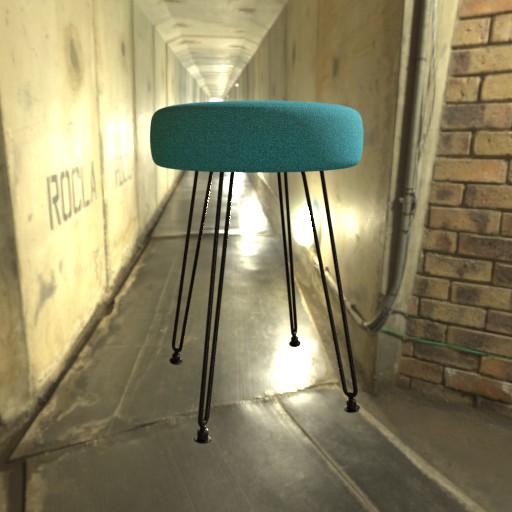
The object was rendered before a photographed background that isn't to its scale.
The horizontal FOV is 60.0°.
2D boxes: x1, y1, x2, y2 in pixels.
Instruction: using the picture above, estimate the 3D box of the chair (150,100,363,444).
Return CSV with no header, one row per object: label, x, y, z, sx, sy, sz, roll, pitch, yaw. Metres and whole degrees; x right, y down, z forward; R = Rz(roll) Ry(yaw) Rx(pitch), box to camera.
chair,0.000,0.000,0.684,0.350,0.440,0.350,7,16,26
